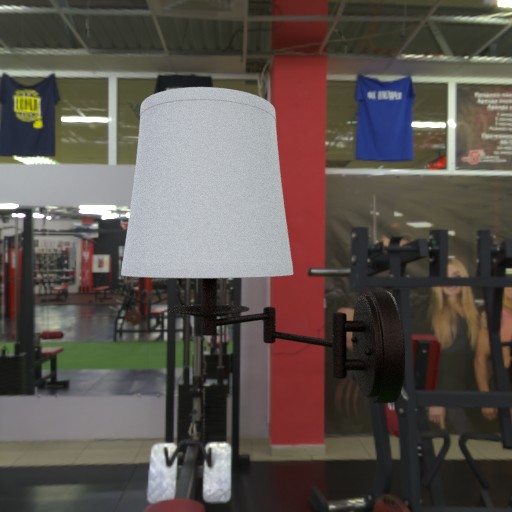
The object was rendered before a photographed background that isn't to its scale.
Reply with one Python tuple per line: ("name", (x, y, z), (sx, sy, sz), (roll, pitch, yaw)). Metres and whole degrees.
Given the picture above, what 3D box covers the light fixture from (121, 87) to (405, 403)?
("light fixture", (0.000, 0.000, 0.264), (0.157, 0.172, 0.100), (0, 0, 0))
